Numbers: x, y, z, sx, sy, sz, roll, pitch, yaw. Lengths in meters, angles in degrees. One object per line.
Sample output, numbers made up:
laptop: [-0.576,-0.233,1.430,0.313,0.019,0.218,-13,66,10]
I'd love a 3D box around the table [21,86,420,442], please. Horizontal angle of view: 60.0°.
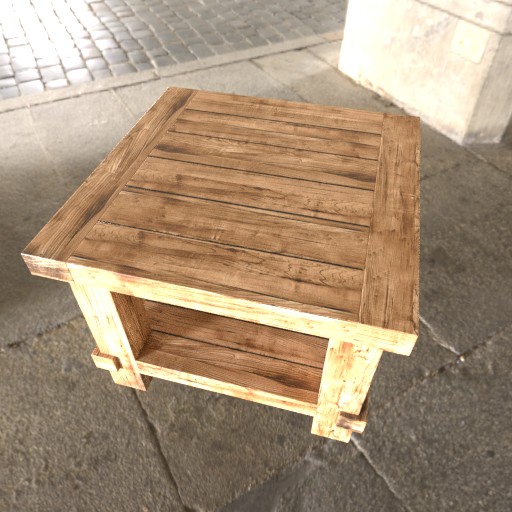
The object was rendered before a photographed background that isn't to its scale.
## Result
table: [0.000,0.000,1.015,0.610,0.457,0.610,11,47,10]
